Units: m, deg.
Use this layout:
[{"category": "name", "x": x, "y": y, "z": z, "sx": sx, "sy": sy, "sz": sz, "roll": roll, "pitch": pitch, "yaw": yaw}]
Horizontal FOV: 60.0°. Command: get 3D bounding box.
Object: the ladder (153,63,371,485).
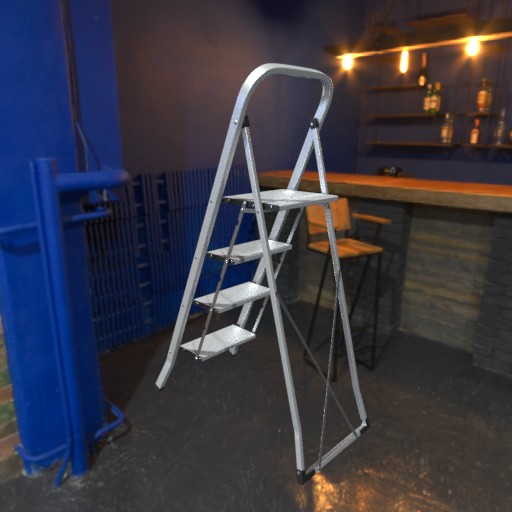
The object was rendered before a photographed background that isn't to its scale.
[{"category": "ladder", "x": 0.000, "y": 0.000, "z": 1.667, "sx": 0.830, "sy": 1.290, "sz": 0.465, "roll": 15, "pitch": 21, "yaw": 43}]
